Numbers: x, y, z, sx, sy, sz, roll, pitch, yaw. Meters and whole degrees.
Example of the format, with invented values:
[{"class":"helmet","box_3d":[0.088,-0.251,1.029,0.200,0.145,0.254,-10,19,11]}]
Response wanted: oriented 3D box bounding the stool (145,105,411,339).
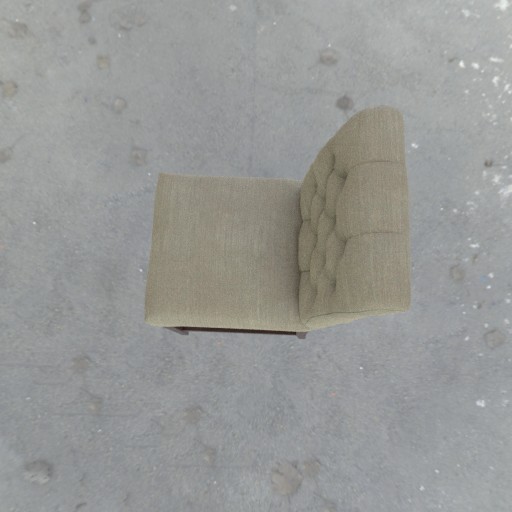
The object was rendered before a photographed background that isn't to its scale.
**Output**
[{"class":"stool","box_3d":[0.000,0.000,1.450,0.660,1.084,0.486,2,76,1]}]
